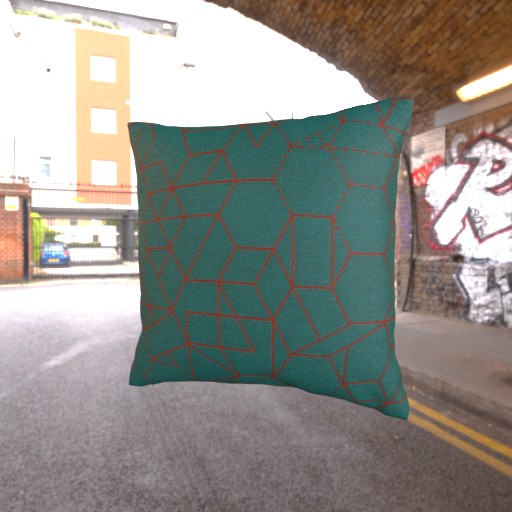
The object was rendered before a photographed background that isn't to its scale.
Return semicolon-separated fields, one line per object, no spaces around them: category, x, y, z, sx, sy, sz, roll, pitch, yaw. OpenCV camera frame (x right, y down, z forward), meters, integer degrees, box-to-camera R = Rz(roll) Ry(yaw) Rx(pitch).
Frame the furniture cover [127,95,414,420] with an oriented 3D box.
furniture cover;0.000;0.000;0.774;0.517;0.508;0.158;0;1;18
